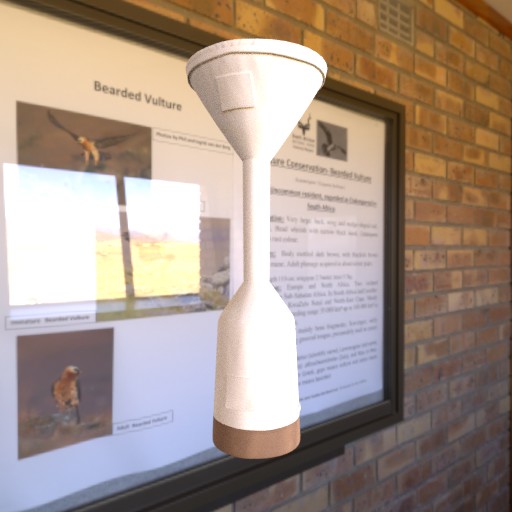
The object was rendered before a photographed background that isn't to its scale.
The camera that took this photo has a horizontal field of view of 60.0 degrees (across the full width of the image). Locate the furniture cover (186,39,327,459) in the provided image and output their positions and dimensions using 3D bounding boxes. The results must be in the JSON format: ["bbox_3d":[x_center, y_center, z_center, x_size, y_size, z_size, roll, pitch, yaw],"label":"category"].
[{"bbox_3d":[0.000,0.000,2.902,0.914,2.413,0.914,0,1,19],"label":"furniture cover"}]
